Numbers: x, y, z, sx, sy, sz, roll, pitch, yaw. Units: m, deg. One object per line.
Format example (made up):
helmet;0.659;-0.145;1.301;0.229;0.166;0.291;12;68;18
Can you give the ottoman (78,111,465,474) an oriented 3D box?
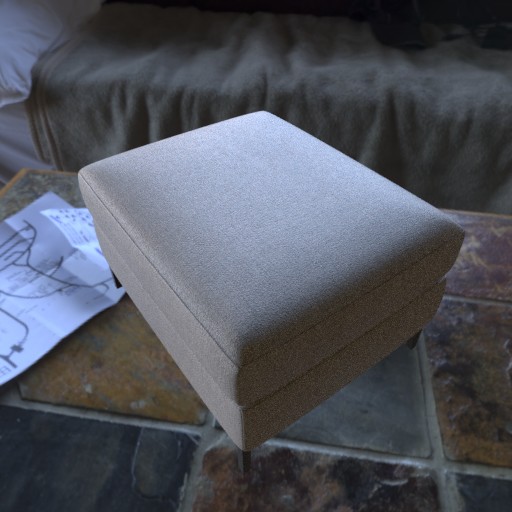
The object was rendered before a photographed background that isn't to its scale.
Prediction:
ottoman;0.000;0.000;1.240;0.671;0.490;0.820;-26;48;-26
